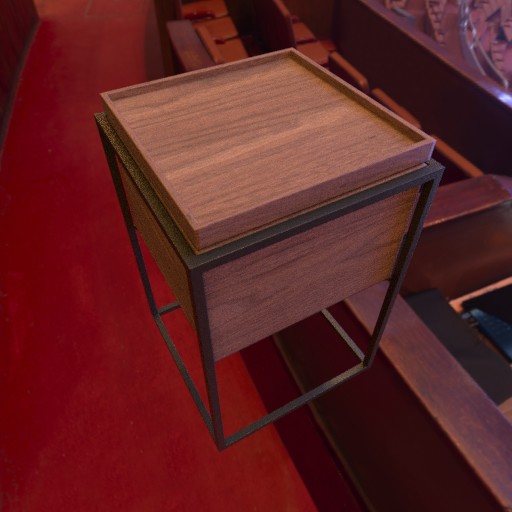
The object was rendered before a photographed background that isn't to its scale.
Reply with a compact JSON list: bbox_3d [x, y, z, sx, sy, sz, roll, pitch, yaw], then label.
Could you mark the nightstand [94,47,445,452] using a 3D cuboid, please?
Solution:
[{"bbox_3d":[0.000,0.000,0.876,0.397,0.607,0.397,-22,51,-20],"label":"nightstand"}]
